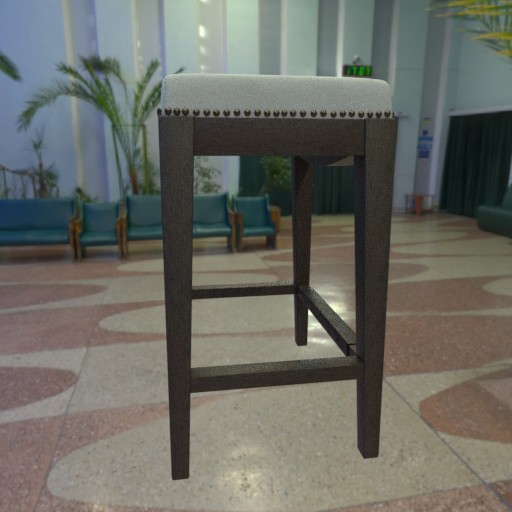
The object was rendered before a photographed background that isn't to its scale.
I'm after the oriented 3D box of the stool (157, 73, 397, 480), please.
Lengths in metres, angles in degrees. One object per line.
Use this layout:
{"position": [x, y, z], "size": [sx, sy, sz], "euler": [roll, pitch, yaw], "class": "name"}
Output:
{"position": [0.000, 0.000, 0.925], "size": [0.361, 0.642, 0.500], "euler": [-2, 14, -9], "class": "stool"}
